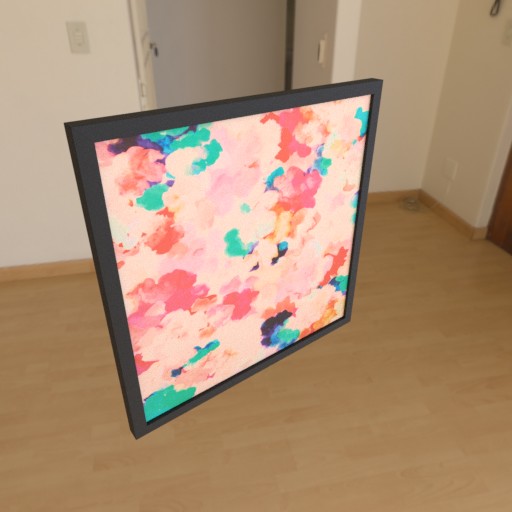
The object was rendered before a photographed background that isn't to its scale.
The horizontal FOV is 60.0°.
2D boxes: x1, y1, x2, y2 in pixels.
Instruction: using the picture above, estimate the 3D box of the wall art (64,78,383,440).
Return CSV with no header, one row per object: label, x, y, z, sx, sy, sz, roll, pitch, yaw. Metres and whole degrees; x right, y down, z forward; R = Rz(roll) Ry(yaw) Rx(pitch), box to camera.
wall art,0.000,0.000,0.443,0.306,0.304,0.015,-21,36,-31
